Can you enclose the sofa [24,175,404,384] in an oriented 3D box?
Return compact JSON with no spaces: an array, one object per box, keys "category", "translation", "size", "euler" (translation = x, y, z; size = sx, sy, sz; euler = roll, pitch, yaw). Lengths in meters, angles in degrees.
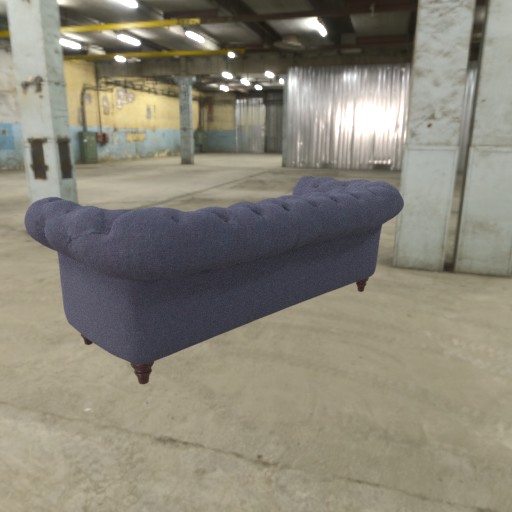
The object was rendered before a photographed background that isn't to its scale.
[{"category":"sofa","translation":[0.000,0.000,2.740],"size":[2.335,0.836,1.046],"euler":[-14,20,-43]}]
